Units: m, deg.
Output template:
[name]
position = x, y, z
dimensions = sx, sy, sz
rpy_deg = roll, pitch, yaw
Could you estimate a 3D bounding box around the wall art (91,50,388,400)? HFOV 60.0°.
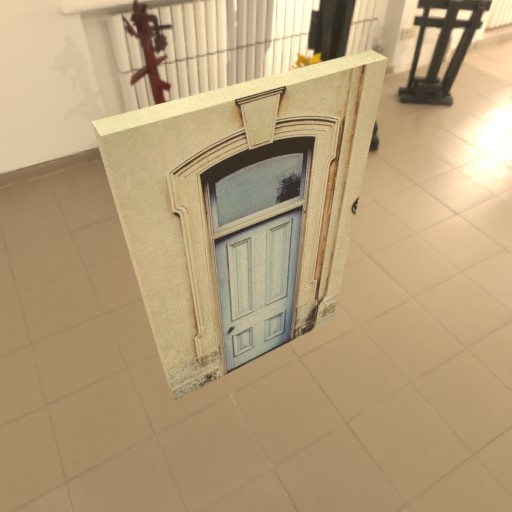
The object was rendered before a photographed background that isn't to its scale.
[wall art]
position = 0.000, 0.000, 0.770
dimensions = 0.403, 0.607, 0.036
rpy_deg = -23, 50, -21
